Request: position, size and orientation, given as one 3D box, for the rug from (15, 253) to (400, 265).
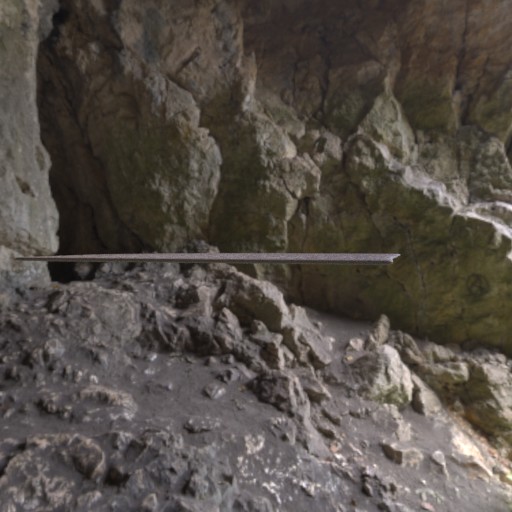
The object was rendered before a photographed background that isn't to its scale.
[{"bbox_3d":[0.000,0.000,4.048,2.472,0.035,3.017,0,1,19],"label":"rug"}]
